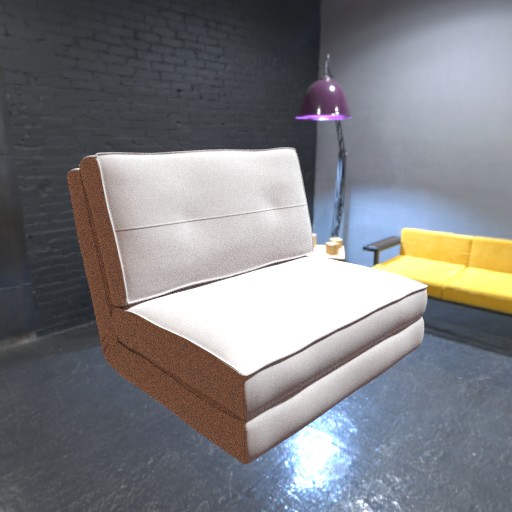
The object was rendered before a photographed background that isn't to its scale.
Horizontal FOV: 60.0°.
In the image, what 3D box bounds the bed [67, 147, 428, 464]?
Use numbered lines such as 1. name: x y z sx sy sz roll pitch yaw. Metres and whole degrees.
1. bed: 0.000 0.000 1.312 0.799 0.614 0.749 -14 20 -43
